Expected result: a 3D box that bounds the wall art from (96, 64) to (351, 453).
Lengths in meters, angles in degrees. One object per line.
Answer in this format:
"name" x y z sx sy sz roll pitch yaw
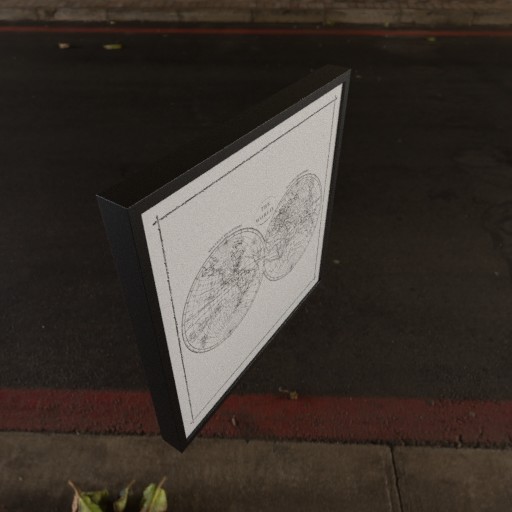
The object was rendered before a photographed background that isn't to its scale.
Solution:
"wall art" 0.000 0.000 0.487 0.029 0.318 0.327 24 46 26
